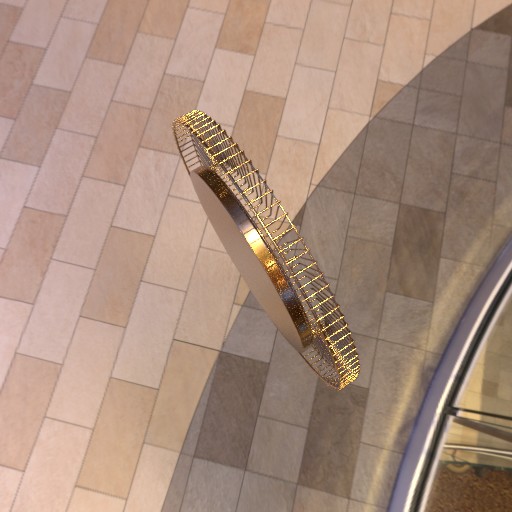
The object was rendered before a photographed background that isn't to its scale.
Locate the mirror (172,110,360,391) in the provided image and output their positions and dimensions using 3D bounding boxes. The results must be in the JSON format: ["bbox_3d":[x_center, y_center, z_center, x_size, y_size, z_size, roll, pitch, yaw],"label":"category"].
[{"bbox_3d":[0.000,0.000,1.046,0.067,0.703,0.703,-32,77,-8],"label":"mirror"}]
